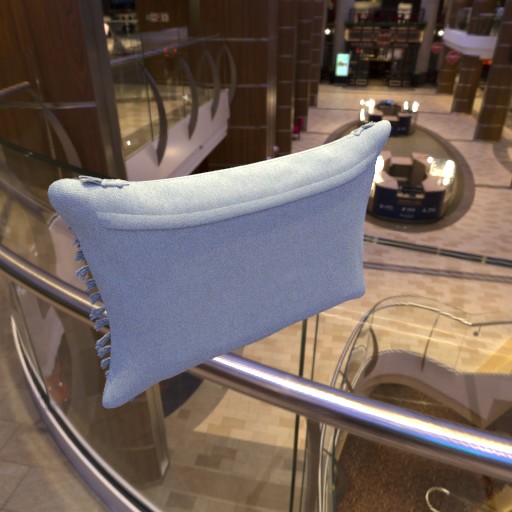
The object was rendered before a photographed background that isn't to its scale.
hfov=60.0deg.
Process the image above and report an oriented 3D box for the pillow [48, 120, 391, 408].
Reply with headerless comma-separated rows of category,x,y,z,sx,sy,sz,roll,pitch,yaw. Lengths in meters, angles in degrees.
pillow,0.000,0.000,0.593,0.466,0.305,0.084,-19,35,-29
